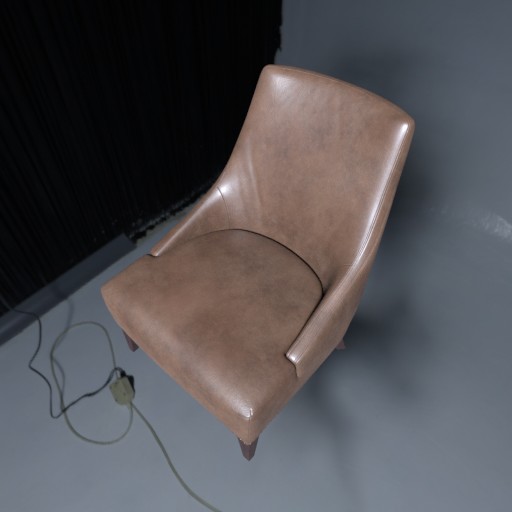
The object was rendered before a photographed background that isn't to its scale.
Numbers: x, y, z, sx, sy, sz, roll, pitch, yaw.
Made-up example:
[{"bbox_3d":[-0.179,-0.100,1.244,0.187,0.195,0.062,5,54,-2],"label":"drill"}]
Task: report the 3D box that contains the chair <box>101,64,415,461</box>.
[{"bbox_3d":[0.000,0.000,1.481,0.701,0.909,0.861,33,55,27],"label":"chair"}]
